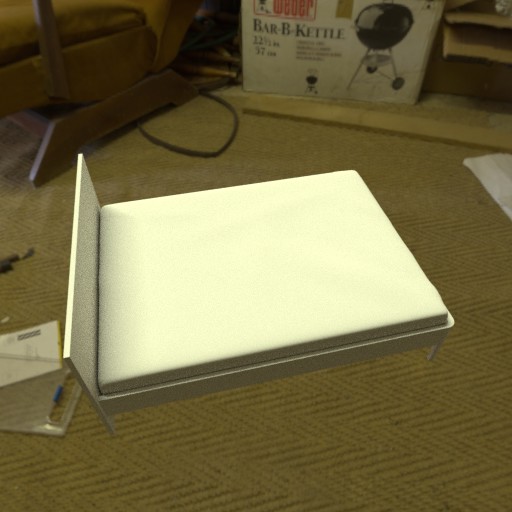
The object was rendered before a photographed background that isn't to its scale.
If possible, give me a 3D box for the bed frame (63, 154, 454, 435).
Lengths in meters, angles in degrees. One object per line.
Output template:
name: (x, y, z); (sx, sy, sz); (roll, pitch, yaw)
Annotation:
bed frame: (0.000, 0.000, 2.737); (1.950, 0.800, 1.490); (-10, 47, -9)
